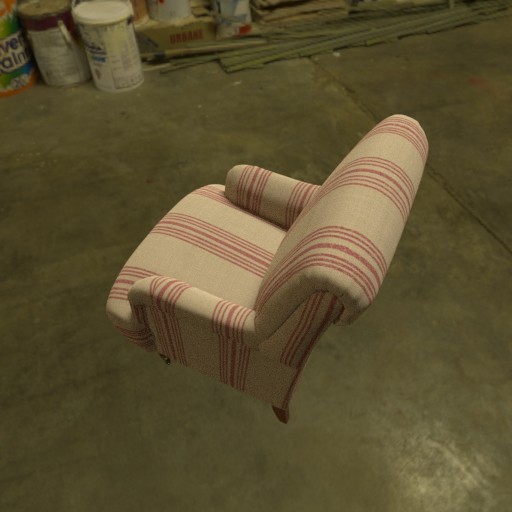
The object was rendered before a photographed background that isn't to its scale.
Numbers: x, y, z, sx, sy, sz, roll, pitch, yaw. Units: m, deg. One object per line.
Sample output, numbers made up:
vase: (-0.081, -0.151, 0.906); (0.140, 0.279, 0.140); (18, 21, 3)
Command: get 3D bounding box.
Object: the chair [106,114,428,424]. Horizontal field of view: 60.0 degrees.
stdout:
chair: (0.000, 0.000, 1.865); (1.058, 1.123, 0.933); (19, 50, 17)
